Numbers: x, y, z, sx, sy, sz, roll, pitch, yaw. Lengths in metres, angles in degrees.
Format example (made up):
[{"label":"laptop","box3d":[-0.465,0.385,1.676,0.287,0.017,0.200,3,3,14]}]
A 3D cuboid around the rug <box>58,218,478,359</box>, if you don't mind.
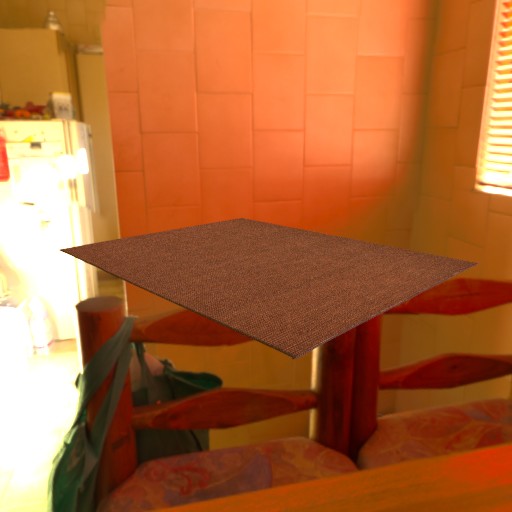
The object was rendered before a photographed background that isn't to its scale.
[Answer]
[{"label":"rug","box3d":[0.000,0.000,4.109,2.456,0.021,3.068,-14,21,-42]}]
